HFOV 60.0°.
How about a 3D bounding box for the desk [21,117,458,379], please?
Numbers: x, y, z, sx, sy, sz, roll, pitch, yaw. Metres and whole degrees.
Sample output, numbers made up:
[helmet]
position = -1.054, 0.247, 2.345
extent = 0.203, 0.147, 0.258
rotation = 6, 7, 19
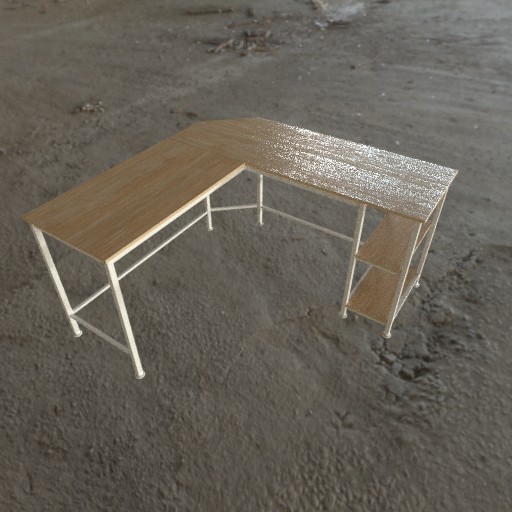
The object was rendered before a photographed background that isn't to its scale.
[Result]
[desk]
position = 0.000, 0.000, 2.187
extent = 1.379, 0.739, 1.379
rotation = 23, 45, 25
